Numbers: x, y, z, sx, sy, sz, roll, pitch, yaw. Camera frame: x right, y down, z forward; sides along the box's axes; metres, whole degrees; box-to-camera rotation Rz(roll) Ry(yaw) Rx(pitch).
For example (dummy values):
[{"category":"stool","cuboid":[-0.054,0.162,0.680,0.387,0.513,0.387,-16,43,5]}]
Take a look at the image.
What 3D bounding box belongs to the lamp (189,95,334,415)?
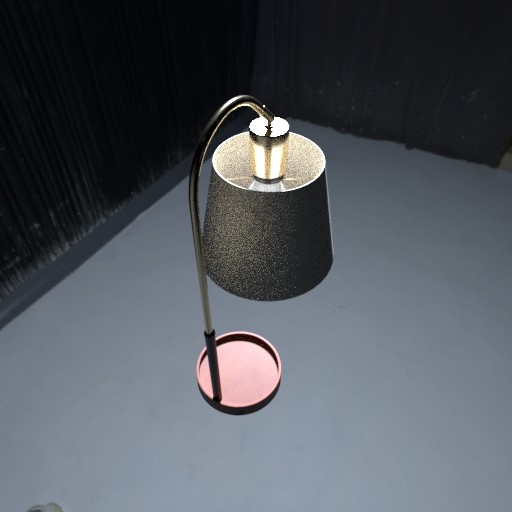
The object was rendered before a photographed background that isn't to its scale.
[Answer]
[{"category":"lamp","cuboid":[0.000,0.000,0.675,0.211,0.536,0.273,24,50,22]}]
